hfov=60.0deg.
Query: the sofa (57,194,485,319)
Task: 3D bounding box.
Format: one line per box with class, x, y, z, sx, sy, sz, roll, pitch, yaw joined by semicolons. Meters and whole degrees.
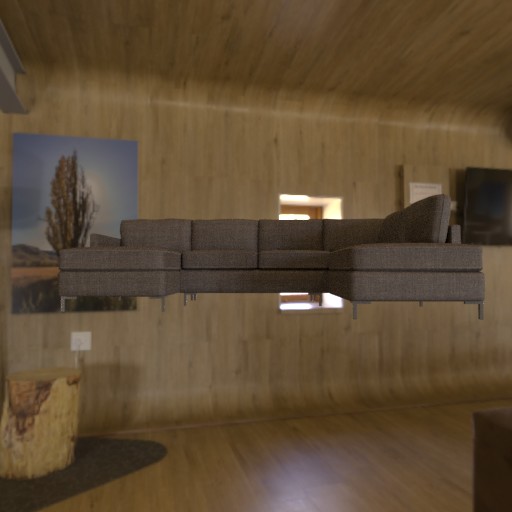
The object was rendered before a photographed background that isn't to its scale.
sofa;0.000;0.000;4.302;3.423;0.999;2.048;0;-2;1
